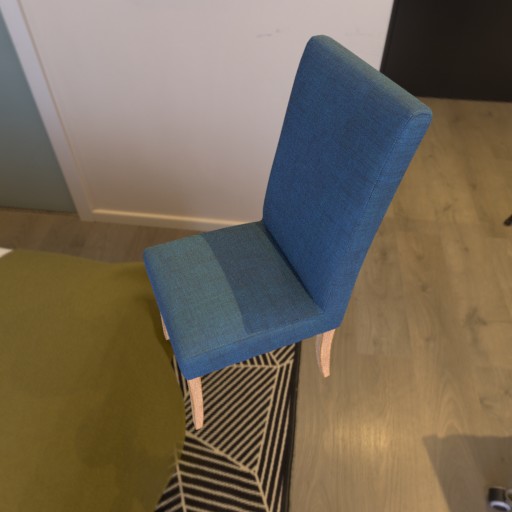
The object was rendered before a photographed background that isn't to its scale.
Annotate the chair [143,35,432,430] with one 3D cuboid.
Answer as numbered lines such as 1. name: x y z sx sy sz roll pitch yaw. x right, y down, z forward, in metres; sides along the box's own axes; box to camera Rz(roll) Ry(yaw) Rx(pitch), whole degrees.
1. chair: 0.000 0.000 1.303 0.610 1.029 0.450 -17 49 -16
